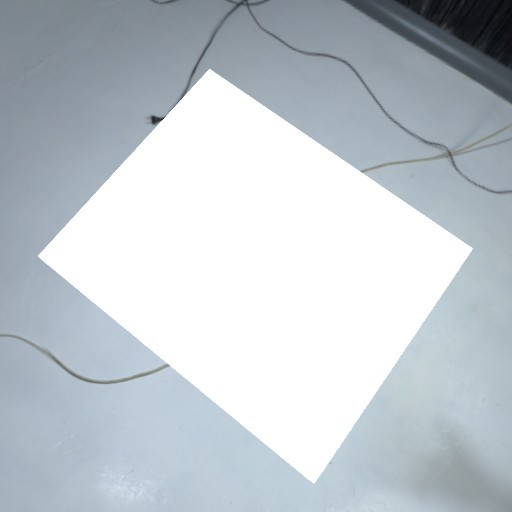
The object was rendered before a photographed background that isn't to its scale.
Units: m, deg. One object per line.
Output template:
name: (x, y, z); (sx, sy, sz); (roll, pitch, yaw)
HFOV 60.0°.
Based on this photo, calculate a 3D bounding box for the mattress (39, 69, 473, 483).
mattress: (0.000, 0.000, 2.680); (2.000, 0.200, 1.600); (37, 79, 9)
